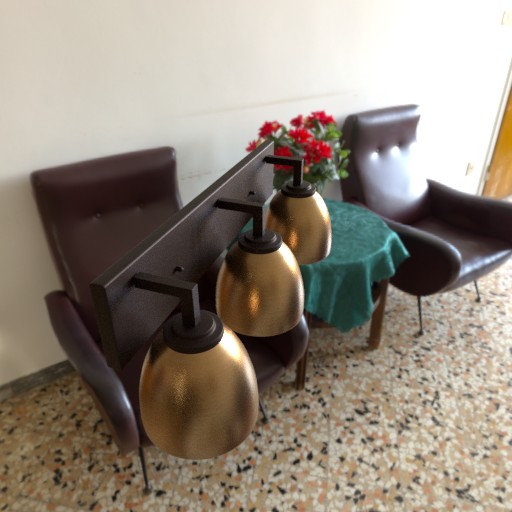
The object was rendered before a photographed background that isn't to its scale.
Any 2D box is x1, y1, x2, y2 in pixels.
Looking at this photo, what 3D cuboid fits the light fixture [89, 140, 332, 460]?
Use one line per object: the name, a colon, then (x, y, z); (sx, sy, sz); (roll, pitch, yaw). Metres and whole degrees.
light fixture: (0.000, 0.000, 0.684); (0.157, 0.204, 0.582); (10, 32, 17)
